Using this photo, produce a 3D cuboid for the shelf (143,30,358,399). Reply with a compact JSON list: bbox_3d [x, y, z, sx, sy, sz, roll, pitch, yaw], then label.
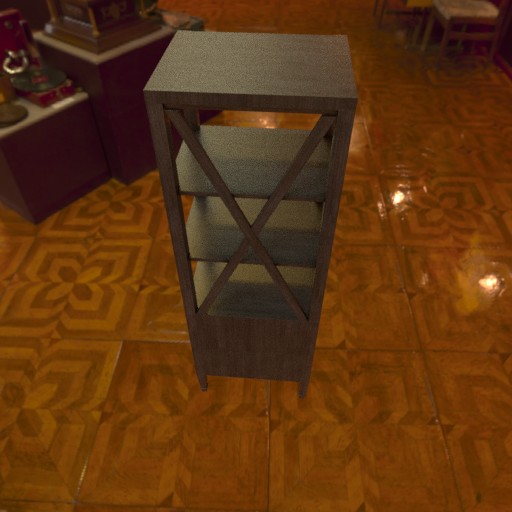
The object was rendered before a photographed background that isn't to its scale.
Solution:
[{"bbox_3d":[0.000,0.000,1.979,0.584,1.727,0.472,3,46,3],"label":"shelf"}]
